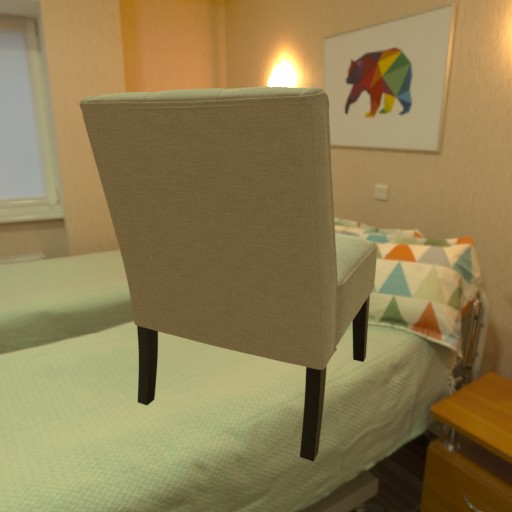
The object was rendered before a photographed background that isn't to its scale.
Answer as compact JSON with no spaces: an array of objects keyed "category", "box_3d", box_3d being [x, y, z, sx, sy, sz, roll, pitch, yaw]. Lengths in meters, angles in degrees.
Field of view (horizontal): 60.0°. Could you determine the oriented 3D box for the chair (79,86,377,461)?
[{"category":"chair","box_3d":[0.000,0.000,1.264,0.569,0.853,0.676,8,18,25]}]
